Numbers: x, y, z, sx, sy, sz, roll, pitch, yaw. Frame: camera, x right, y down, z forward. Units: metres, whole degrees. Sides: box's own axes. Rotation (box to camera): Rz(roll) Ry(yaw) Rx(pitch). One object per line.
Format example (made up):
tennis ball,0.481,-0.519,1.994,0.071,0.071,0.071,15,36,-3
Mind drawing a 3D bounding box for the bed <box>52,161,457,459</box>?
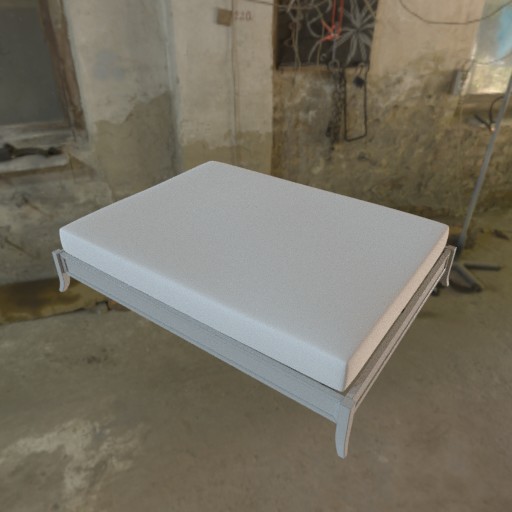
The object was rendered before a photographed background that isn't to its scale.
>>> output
bed,0.000,0.000,2.878,2.108,0.510,1.604,21,38,30
